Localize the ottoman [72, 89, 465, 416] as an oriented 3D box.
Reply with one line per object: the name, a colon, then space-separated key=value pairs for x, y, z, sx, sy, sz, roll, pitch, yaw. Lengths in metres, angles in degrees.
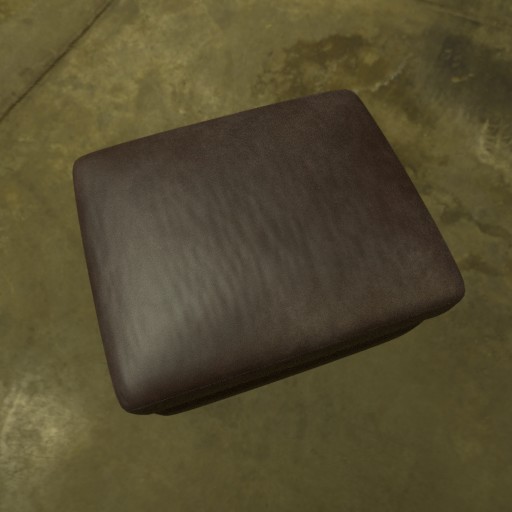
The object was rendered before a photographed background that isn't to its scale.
ottoman: x=0.000 y=0.000 z=1.230 sx=0.806 sy=0.569 sz=0.670 roll=-17 pitch=66 yaw=-8
